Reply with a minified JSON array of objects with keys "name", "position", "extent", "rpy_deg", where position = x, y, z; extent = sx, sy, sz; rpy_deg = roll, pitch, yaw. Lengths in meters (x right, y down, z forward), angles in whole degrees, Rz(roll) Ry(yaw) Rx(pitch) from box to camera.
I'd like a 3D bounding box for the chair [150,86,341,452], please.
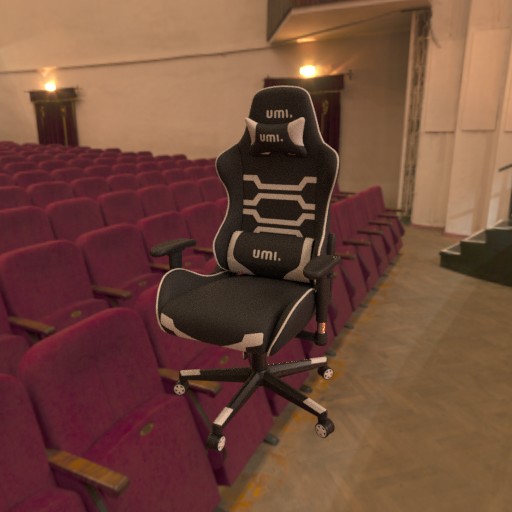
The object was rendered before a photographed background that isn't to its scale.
[{"name":"chair","position":[0.000,0.000,1.664],"extent":[0.700,1.240,0.700],"rpy_deg":[7,16,25]}]
